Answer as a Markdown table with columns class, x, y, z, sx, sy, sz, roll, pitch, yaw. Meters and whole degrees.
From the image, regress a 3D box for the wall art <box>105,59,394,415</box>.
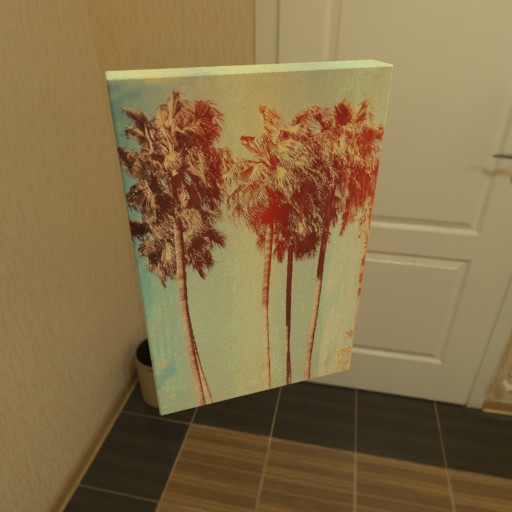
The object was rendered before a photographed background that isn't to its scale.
| class | x | y | z | sx | sy | sz | roll | pitch | yaw |
| --- | --- | --- | --- | --- | --- | --- | --- | --- | --- |
| wall art | 0.000 | 0.000 | 0.481 | 0.251 | 0.380 | 0.039 | -9 | 32 | -15 |
